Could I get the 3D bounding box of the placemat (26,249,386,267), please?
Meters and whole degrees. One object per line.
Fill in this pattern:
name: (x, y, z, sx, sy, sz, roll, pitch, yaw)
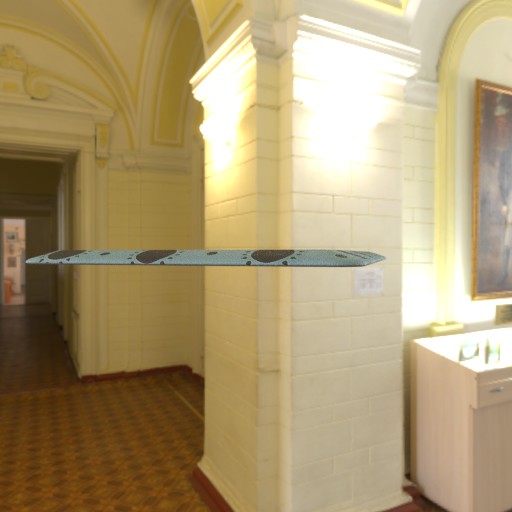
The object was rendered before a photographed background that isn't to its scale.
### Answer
placemat: (0.000, 0.000, 0.942, 0.508, 0.021, 0.762, 0, 0, 18)
